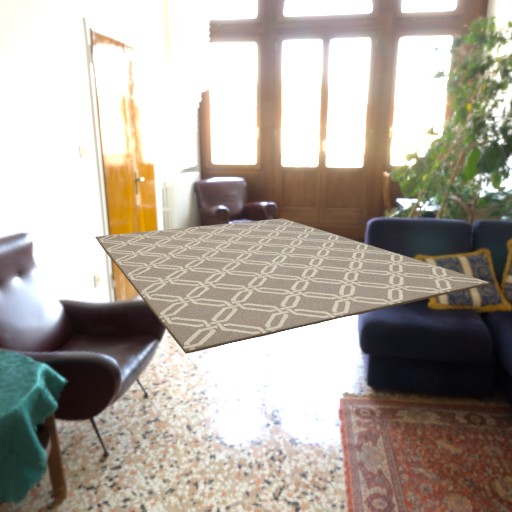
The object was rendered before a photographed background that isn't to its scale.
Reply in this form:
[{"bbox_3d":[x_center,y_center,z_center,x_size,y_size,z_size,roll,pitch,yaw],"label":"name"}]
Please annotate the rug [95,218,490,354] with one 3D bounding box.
[{"bbox_3d":[0.000,0.000,3.903,2.288,0.018,2.895,-8,17,-27],"label":"rug"}]
